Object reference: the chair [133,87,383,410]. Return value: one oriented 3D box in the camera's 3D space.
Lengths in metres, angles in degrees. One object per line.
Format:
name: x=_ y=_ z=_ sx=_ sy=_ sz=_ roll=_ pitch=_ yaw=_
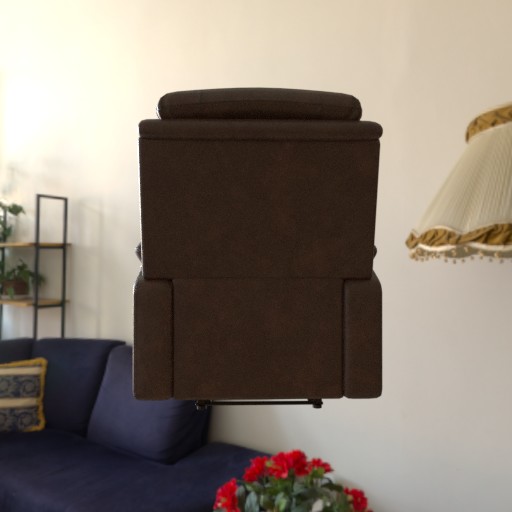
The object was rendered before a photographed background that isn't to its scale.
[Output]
chair: x=0.000 y=0.000 z=1.685 sx=0.855 sy=0.992 sz=0.919 roll=0 pitch=0 yaw=-2
